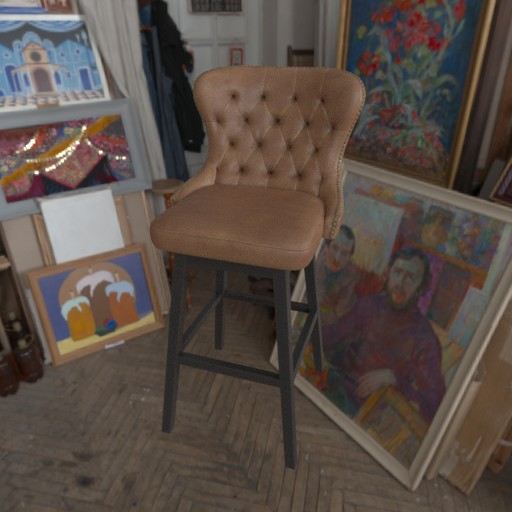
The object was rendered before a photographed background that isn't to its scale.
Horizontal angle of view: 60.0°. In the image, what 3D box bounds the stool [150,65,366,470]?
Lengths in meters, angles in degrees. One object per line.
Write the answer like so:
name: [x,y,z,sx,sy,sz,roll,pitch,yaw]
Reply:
stool: [0.000,0.000,1.377,0.528,1.050,0.601,9,29,16]
